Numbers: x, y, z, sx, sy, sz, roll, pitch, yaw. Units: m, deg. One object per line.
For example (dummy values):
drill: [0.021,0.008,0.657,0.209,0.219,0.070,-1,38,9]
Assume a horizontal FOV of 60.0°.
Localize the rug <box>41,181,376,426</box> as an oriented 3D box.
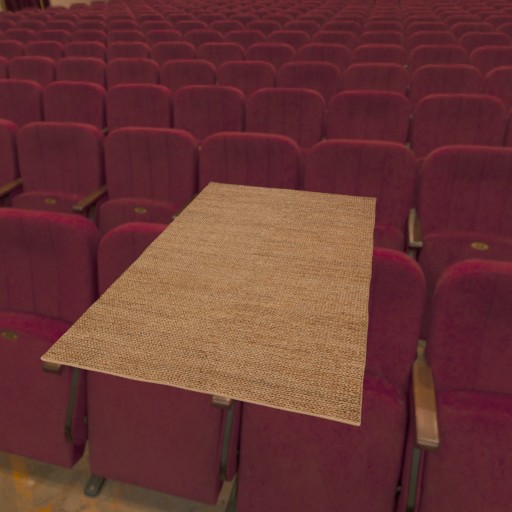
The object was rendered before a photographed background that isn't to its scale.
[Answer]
rug: [0.000,0.000,2.991,1.521,0.034,2.438,7,31,13]
